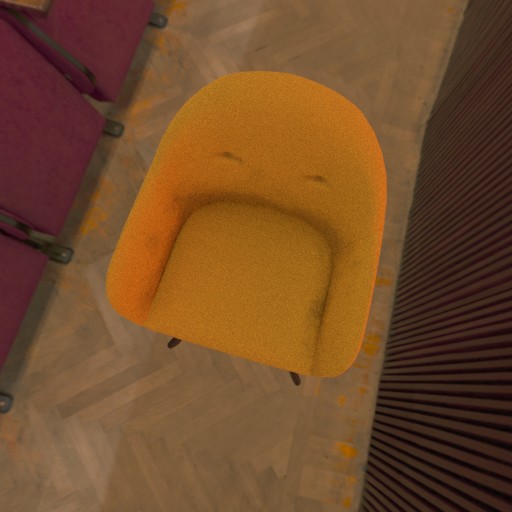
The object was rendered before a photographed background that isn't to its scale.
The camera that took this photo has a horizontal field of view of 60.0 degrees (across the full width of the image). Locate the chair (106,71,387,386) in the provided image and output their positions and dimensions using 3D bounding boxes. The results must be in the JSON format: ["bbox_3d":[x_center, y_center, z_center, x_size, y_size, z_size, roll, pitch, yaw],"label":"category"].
[{"bbox_3d":[0.000,0.000,1.169,0.545,0.775,0.565,15,75,4],"label":"chair"}]
